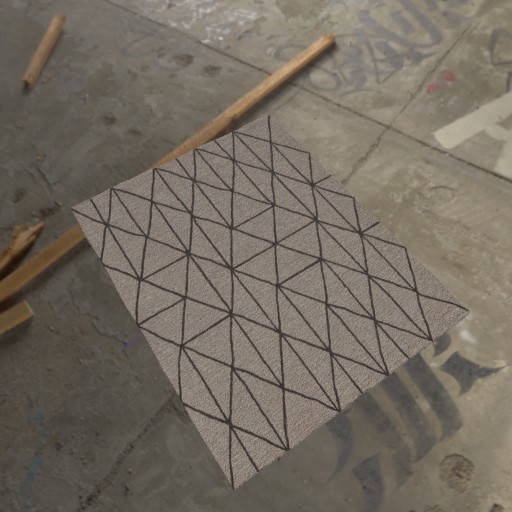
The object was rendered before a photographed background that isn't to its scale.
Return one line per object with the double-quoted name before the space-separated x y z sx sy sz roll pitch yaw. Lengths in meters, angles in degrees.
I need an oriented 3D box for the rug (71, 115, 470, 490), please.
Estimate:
"rug" 0.000 0.000 4.140 2.468 0.022 3.061 -30 63 -17
